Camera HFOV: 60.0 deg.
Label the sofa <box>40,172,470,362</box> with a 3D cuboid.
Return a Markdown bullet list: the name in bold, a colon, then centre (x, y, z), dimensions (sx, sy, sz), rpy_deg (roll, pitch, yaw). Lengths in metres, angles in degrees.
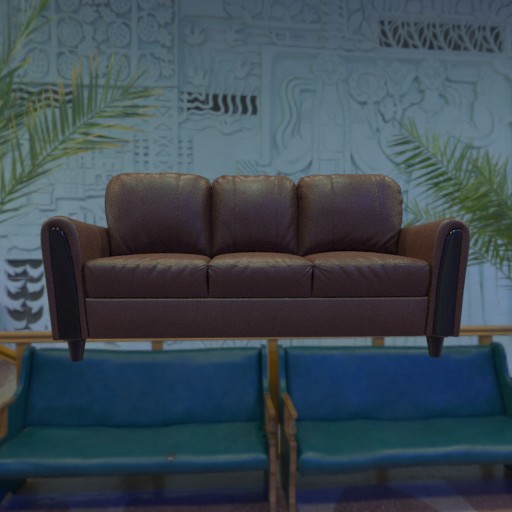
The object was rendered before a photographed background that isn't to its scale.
- **sofa**: centre (0.000, 0.000, 2.288), dimensions (1.862, 0.915, 0.802), rpy_deg (0, 0, -3)
